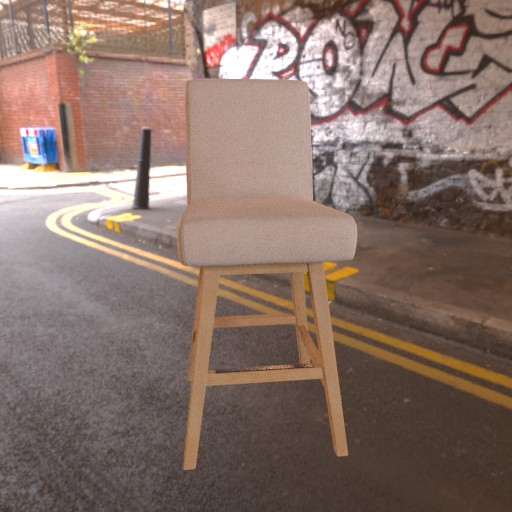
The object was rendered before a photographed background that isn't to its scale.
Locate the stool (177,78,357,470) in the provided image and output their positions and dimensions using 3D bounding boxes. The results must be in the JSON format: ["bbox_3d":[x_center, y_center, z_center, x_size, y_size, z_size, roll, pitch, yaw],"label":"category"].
[{"bbox_3d":[0.000,0.000,1.295,0.446,1.015,0.543,-2,16,-7],"label":"stool"}]
